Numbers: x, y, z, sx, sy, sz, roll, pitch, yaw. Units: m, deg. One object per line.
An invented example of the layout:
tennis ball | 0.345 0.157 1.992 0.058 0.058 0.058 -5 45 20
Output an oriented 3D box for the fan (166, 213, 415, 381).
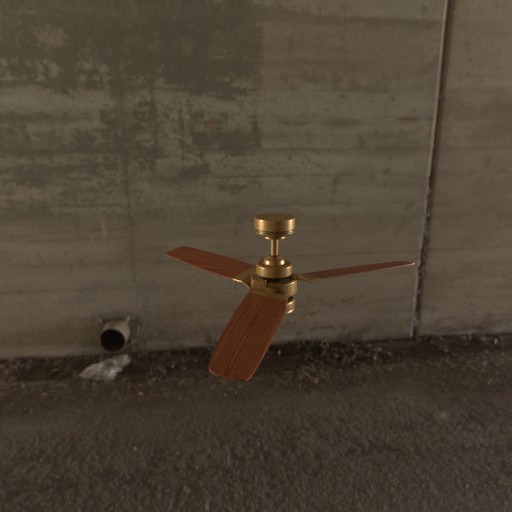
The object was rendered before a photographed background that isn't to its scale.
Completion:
fan | 0.000 0.000 2.070 1.416 0.425 1.271 -15 22 -42
